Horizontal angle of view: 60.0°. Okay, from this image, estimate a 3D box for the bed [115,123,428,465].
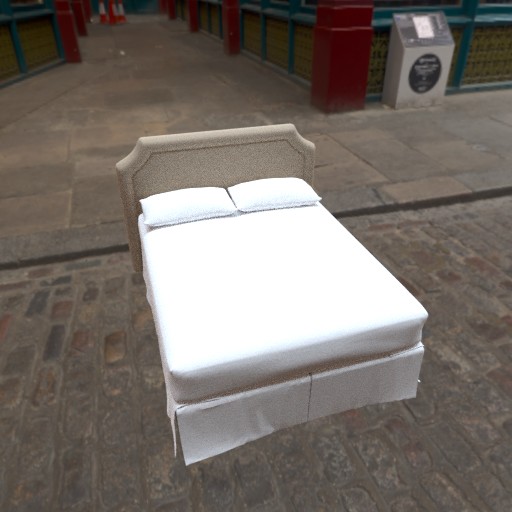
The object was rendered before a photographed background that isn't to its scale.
[{"bbox_3d":[0.000,0.000,3.339,1.828,1.301,2.204,-10,34,-15],"label":"bed"}]
